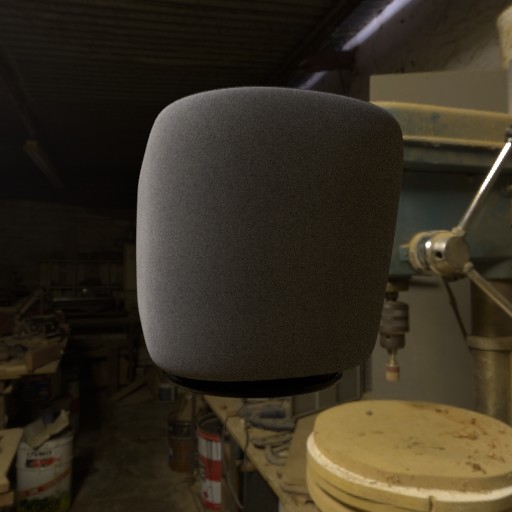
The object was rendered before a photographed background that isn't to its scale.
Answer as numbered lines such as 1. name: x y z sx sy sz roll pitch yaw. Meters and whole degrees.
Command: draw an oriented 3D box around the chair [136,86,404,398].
1. chair: 0.000 0.000 1.613 0.822 0.861 0.986 0 -2 -19
